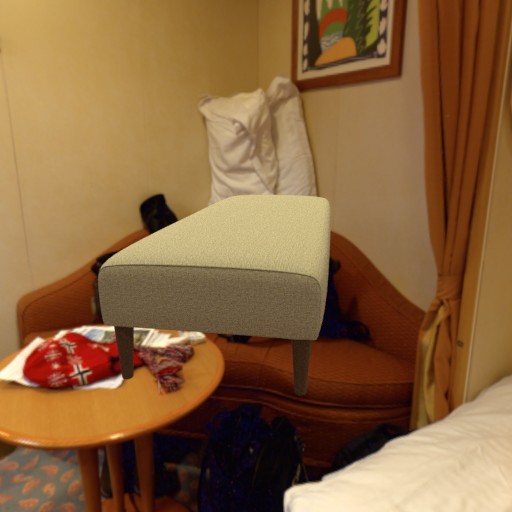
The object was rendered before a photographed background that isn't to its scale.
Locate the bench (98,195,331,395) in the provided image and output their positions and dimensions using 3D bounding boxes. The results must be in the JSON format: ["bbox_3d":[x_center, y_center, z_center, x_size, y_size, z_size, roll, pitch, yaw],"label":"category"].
[{"bbox_3d":[0.000,0.000,1.932,0.631,0.383,1.598,2,14,9],"label":"bench"}]
